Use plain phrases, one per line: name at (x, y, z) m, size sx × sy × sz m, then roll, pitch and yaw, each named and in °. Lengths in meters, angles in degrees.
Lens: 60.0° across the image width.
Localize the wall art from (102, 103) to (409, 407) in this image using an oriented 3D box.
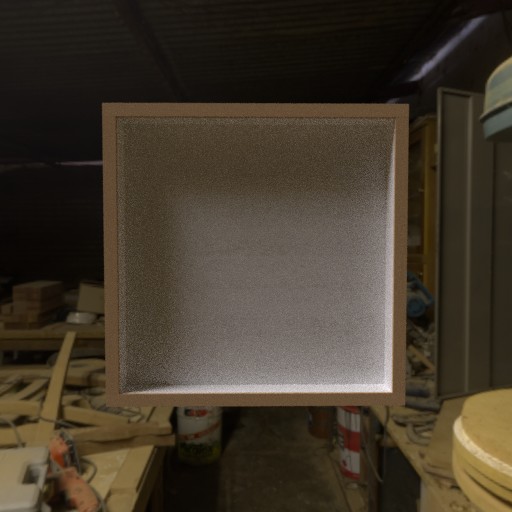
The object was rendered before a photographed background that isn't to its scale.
wall art at (0.000, 0.000, 0.610) m, size 0.405 × 0.405 × 0.038 m, roll 0°, pitch 2°, yaw -1°
